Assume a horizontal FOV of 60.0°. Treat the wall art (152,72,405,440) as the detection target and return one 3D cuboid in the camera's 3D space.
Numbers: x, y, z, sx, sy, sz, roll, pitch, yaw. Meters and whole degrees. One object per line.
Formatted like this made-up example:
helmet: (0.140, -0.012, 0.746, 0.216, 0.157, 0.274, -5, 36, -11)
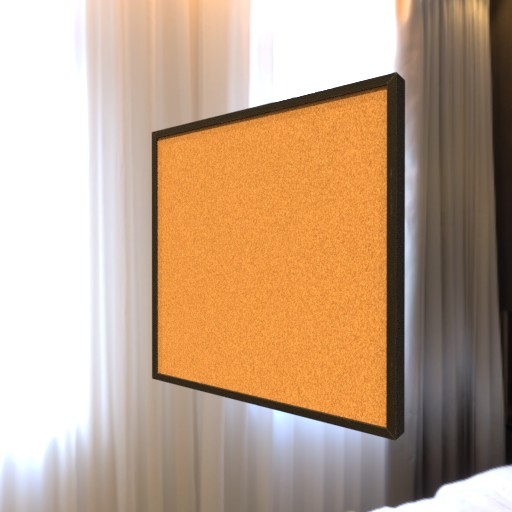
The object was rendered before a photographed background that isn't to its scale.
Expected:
wall art: (0.000, 0.000, 0.773, 0.506, 0.506, 0.036, 0, 0, 37)
